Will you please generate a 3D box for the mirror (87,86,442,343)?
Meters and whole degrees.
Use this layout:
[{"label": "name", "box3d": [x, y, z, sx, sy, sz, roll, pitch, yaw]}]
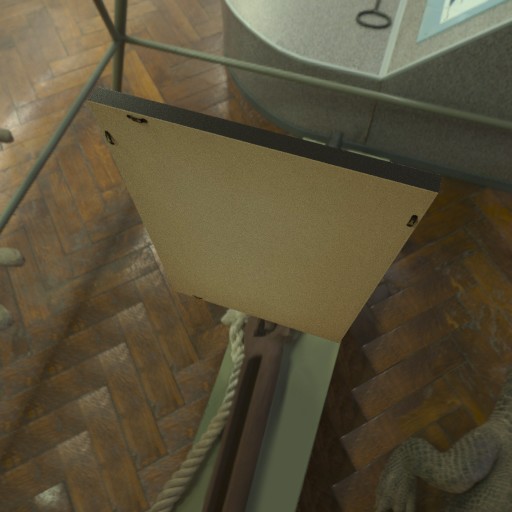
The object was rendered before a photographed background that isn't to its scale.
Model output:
[{"label": "mirror", "box3d": [0.000, 0.000, 1.149, 0.609, 0.915, 0.041, 17, 66, 8]}]
